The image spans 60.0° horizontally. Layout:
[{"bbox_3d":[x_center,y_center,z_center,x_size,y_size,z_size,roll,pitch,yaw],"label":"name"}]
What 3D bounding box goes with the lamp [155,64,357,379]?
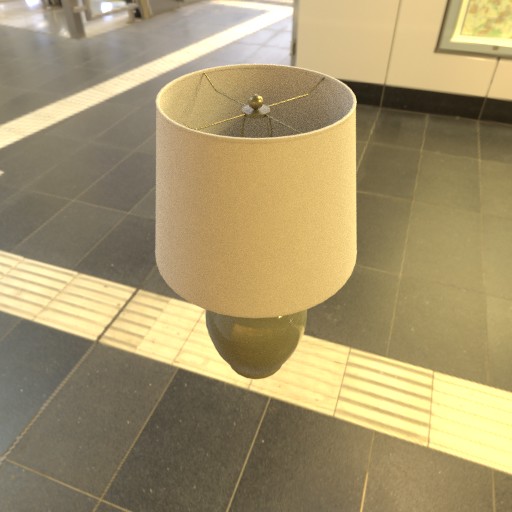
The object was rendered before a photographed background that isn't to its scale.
[{"bbox_3d":[0.000,0.000,0.549,0.239,0.399,0.239,0,40,0],"label":"lamp"}]
